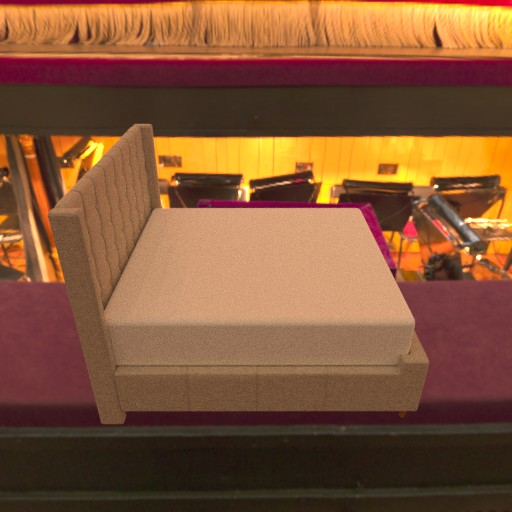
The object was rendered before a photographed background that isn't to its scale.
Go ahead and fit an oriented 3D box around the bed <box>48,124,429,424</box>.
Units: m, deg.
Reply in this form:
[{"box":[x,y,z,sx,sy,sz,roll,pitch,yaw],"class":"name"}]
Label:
[{"box":[0.000,0.000,3.768,2.370,1.743,2.045,0,30,0],"class":"bed"}]
